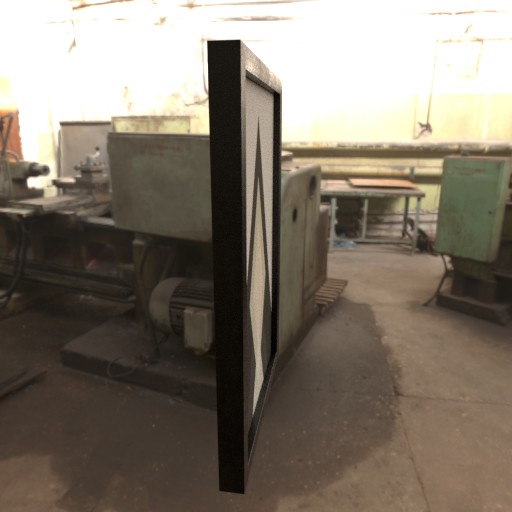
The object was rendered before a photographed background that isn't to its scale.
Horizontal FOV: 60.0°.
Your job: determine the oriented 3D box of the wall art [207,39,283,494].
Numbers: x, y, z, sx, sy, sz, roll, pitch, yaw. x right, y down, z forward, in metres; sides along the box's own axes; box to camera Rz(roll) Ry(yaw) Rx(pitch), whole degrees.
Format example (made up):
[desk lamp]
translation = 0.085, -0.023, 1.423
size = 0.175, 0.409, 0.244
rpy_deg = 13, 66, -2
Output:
[wall art]
translation = 0.000, 0.000, 0.577
size = 0.031, 0.457, 0.313
rpy_deg = 3, 16, 9
